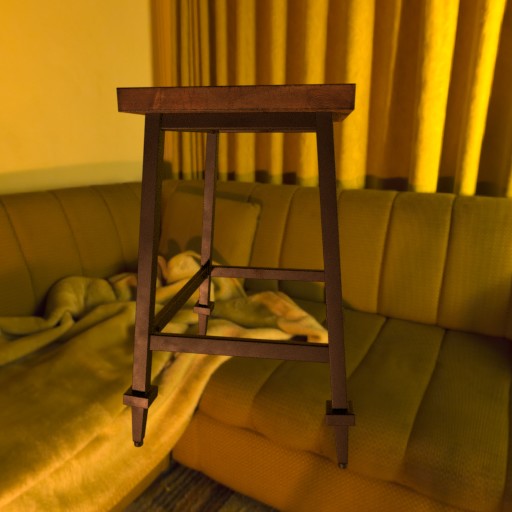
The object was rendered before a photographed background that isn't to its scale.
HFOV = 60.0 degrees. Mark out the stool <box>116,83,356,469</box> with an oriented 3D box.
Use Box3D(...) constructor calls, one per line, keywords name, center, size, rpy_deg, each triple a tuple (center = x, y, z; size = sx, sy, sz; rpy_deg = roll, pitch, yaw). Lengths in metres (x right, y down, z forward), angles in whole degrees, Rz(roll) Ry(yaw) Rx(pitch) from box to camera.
Box3D(name="stool", center=(0.000, 0.000, 0.934), size=(0.405, 0.625, 0.486), rpy_deg=(2, 15, 8))
